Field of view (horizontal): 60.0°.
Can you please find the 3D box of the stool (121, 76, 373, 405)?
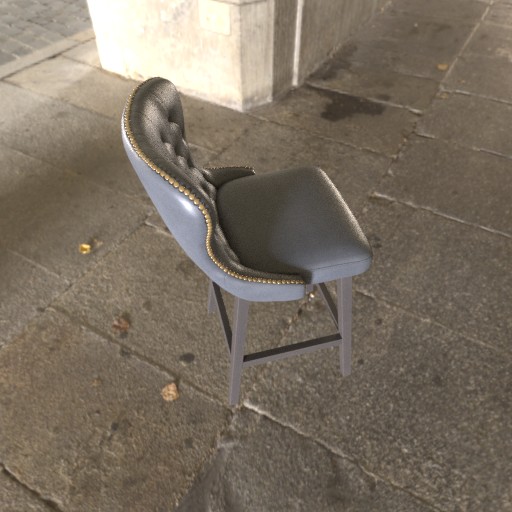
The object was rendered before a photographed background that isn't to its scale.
[{"bbox_3d":[0.000,0.000,1.332,0.593,0.971,0.528,-11,48,-10],"label":"stool"}]
